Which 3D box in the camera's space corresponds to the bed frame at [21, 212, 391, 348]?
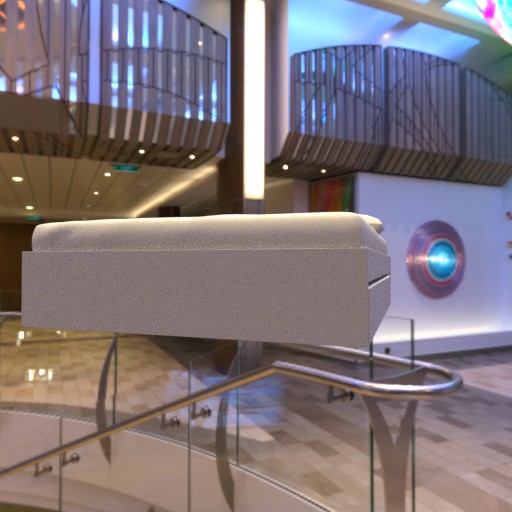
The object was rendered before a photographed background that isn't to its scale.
[{"bbox_3d":[0.000,0.000,2.583,1.450,0.629,1.950,0,-1,19],"label":"bed frame"}]
